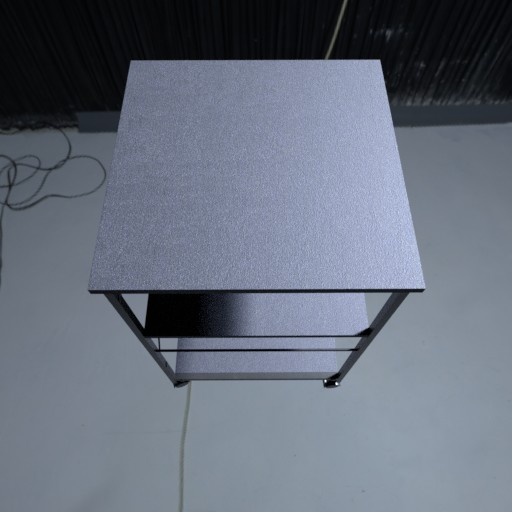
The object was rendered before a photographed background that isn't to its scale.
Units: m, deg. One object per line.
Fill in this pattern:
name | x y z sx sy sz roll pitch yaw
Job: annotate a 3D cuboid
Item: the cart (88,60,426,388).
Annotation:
cart | 0.000 0.000 1.138 0.520 0.762 0.521 0 62 0
